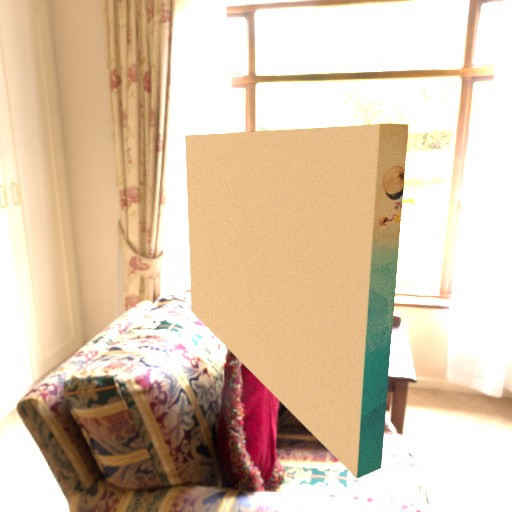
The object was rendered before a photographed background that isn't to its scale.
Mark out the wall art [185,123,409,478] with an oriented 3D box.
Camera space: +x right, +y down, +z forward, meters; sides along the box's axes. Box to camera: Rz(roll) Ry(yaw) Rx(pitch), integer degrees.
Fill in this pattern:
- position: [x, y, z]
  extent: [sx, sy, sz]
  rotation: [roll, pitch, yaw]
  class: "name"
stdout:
- position: [0.000, 0.000, 0.749]
  extent: [0.039, 0.406, 0.609]
  rotation: [-7, 16, -26]
  class: "wall art"
